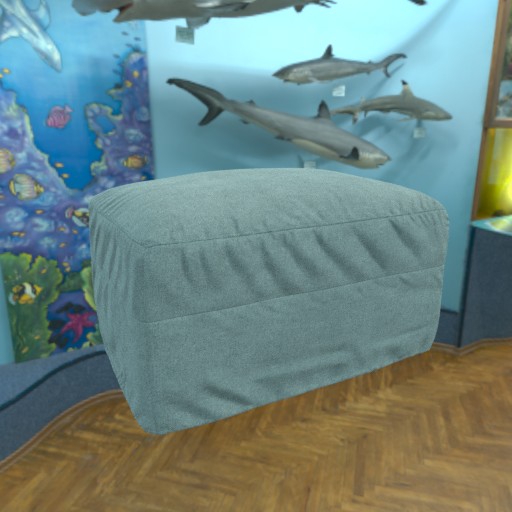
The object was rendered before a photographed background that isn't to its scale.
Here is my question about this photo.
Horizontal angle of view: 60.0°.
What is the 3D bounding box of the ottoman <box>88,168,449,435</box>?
[{"bbox_3d":[0.000,0.000,1.253,0.837,0.481,0.683,-8,17,-27],"label":"ottoman"}]
